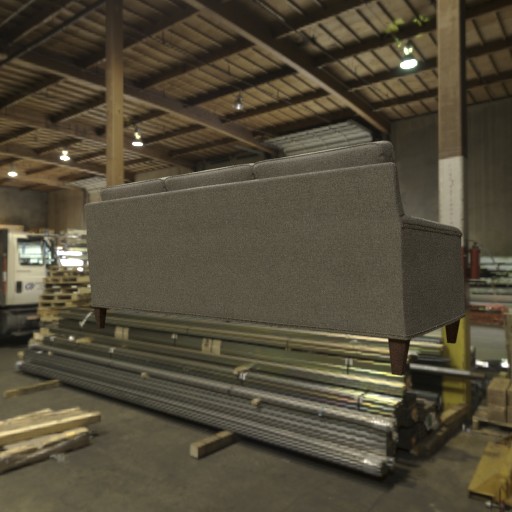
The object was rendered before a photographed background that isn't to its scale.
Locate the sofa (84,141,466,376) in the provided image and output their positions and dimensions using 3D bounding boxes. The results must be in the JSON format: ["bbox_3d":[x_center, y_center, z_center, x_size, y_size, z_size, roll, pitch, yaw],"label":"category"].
[{"bbox_3d":[0.000,0.000,2.800,2.246,1.003,1.084,0,-1,37],"label":"sofa"}]
